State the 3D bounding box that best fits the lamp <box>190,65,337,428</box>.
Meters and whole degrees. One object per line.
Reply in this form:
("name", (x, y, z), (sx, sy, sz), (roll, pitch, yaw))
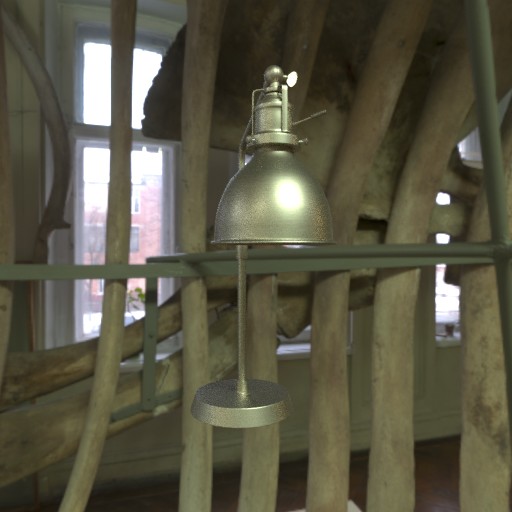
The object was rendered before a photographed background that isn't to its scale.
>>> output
("lamp", (0.000, 0.000, 0.597), (0.153, 0.456, 0.286), (0, 1, -18))
